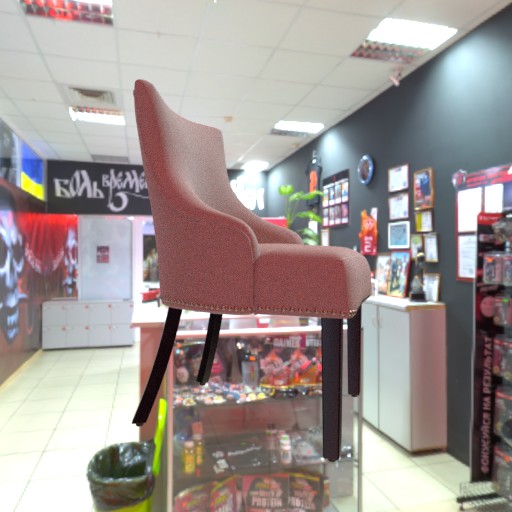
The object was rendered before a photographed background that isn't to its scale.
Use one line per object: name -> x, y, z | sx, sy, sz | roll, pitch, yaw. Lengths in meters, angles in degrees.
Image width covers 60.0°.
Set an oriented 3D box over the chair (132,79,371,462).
chair -> 0.000, 0.000, 1.292 | 0.629, 0.909, 0.566 | 0, 0, 18
